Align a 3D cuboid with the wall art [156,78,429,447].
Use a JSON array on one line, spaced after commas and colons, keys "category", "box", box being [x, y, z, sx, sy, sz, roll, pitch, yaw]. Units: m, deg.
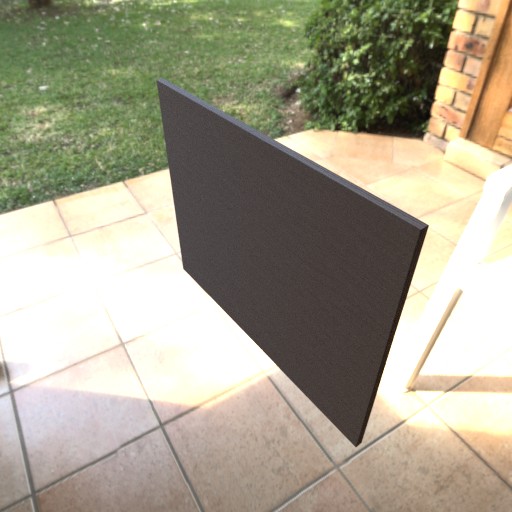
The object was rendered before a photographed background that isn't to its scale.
[{"category": "wall art", "box": [0.000, 0.000, 0.691, 0.013, 0.406, 0.508, -26, 47, -28]}]
